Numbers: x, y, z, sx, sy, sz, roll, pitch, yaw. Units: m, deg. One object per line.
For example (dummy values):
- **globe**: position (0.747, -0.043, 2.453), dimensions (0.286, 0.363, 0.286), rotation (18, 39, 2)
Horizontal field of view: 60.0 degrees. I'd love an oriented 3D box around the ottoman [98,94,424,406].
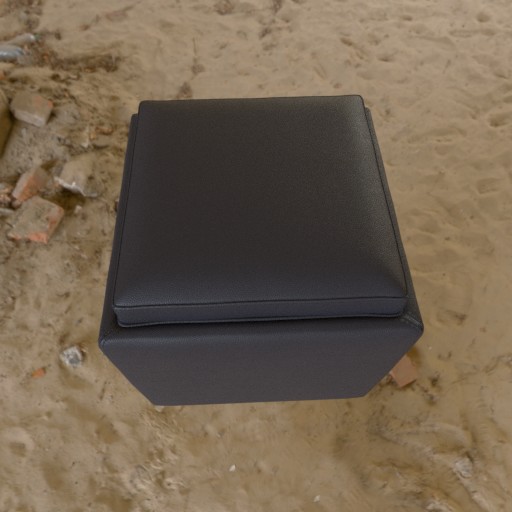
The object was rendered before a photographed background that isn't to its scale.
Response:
- **ottoman**: position (0.000, 0.000, 0.825), dimensions (0.450, 0.460, 0.451), rotation (-2, 59, -1)
